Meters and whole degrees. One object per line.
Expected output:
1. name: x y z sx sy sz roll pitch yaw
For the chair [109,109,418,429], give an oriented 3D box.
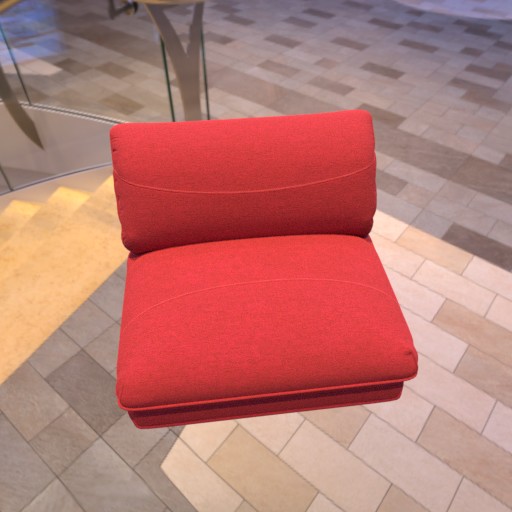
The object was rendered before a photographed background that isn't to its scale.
1. chair: 0.000 0.000 1.326 0.820 0.580 0.780 -5 46 -5
